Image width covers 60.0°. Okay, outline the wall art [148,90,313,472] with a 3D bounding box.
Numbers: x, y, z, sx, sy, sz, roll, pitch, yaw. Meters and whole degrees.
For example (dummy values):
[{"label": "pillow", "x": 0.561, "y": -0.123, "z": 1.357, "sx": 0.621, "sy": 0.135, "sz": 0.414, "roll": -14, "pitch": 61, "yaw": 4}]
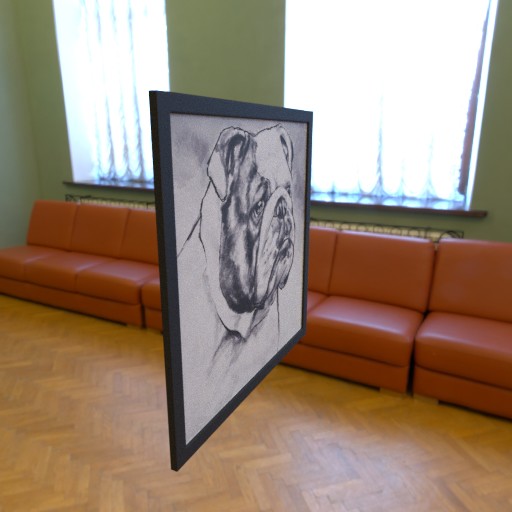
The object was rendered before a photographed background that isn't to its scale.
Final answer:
[{"label": "wall art", "x": 0.000, "y": 0.000, "z": 0.858, "sx": 0.012, "sy": 0.558, "sz": 0.562, "roll": 8, "pitch": 17, "yaw": 26}]
